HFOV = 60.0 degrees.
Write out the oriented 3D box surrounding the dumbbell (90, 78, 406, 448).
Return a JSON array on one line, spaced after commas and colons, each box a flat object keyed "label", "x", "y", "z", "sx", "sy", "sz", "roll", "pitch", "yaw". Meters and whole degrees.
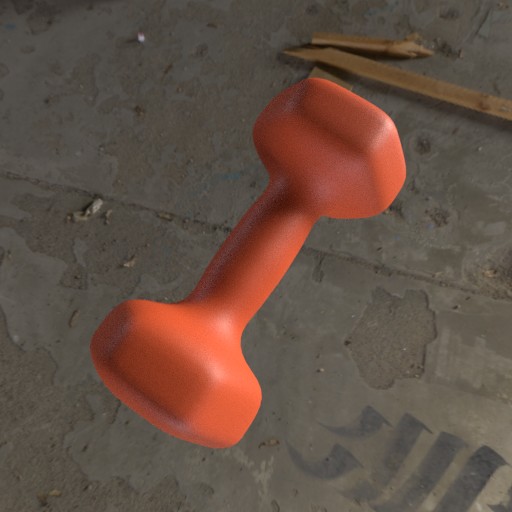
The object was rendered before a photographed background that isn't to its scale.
[{"label": "dumbbell", "x": 0.000, "y": 0.000, "z": 0.203, "sx": 0.079, "sy": 0.071, "sz": 0.162, "roll": 34, "pitch": 78, "yaw": 8}]
